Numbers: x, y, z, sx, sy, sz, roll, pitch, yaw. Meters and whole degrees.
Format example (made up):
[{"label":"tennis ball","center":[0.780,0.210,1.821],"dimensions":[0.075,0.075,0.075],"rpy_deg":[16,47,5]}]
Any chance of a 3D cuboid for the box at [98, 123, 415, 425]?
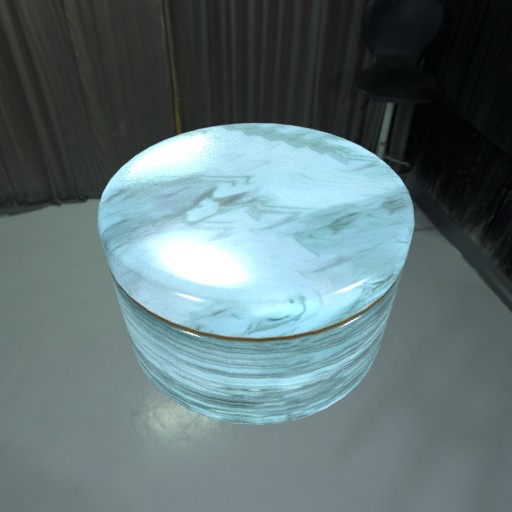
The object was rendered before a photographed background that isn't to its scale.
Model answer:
[{"label":"box","center":[0.000,0.000,0.163],"dimensions":[0.101,0.063,0.101],"rpy_deg":[0,41,0]}]
